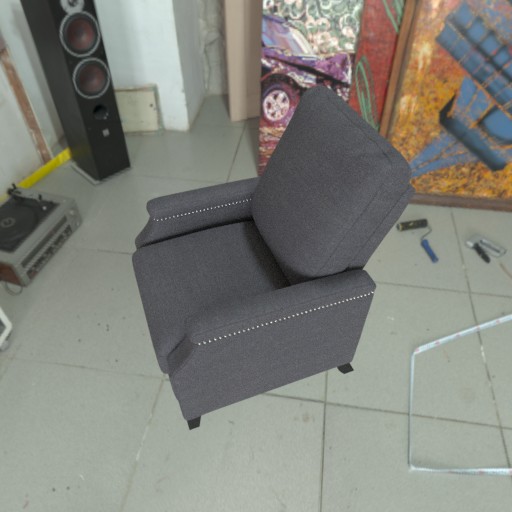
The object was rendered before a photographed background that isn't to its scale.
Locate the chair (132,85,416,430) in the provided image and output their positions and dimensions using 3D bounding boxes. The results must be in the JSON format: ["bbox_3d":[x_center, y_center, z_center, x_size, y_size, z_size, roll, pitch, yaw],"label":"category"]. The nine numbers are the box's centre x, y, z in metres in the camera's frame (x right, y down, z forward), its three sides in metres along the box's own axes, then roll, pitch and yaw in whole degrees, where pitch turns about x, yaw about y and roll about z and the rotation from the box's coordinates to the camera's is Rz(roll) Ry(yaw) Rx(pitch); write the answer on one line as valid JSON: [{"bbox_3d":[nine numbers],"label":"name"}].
[{"bbox_3d":[0.000,0.000,1.724,0.922,1.049,0.710,-15,48,-14],"label":"chair"}]
